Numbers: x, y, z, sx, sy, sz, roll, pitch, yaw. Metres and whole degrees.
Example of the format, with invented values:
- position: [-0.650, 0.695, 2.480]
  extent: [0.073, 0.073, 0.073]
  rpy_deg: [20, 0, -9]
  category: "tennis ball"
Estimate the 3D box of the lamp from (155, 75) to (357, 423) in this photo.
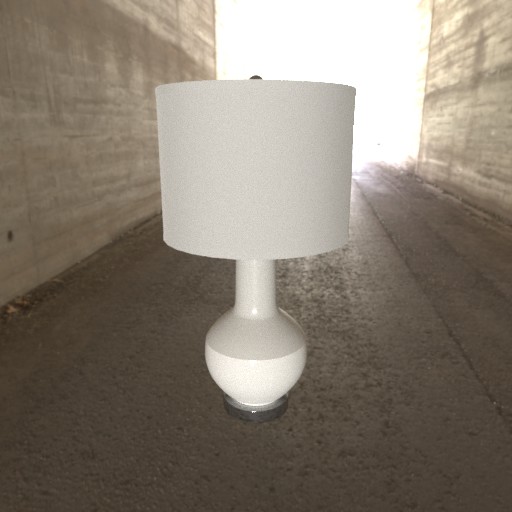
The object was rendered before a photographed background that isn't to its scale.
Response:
- position: [0.000, 0.000, 0.883]
  extent: [0.357, 0.673, 0.357]
  rpy_deg: [-8, 18, -27]
  category: "lamp"
